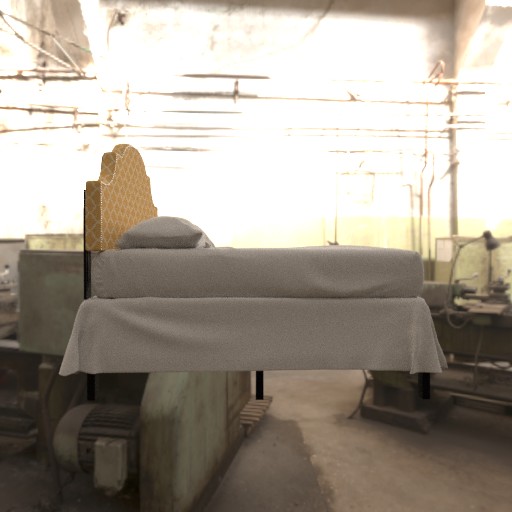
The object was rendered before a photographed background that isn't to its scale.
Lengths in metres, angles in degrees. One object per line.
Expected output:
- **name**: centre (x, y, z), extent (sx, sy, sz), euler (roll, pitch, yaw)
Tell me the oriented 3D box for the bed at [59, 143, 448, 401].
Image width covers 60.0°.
- **bed**: centre (0.000, 0.000, 3.331), extent (2.222, 1.633, 1.780), euler (0, 1, -1)
